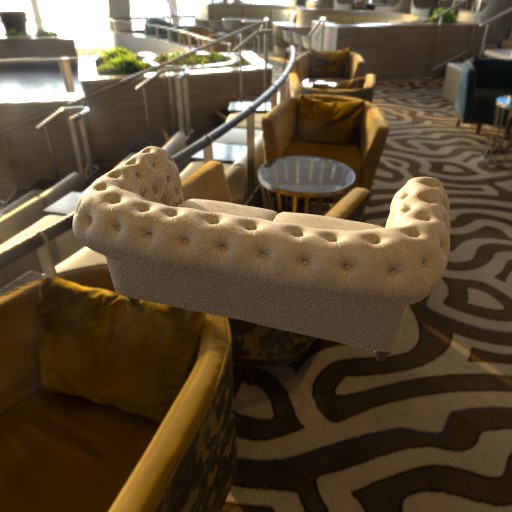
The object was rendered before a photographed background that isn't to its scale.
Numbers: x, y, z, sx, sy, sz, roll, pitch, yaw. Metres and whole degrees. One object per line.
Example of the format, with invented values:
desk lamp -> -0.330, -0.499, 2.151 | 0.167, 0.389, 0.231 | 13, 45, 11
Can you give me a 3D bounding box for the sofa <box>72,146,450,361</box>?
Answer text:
sofa -> 0.000, 0.000, 2.542 | 1.988, 0.835, 1.069 | 10, 33, 15
